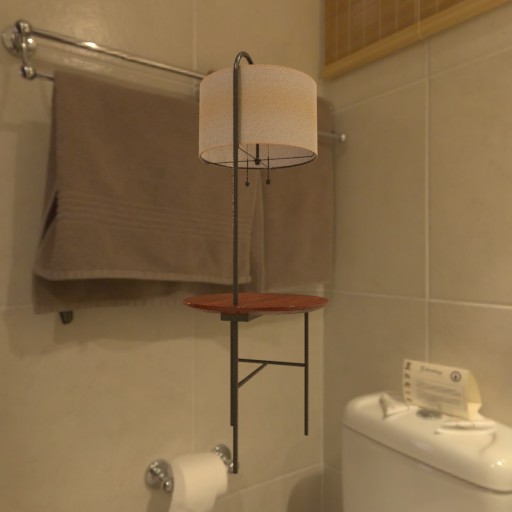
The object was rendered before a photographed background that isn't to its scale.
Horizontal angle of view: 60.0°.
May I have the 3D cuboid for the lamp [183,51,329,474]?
[{"bbox_3d":[0.000,0.000,1.768,0.573,1.517,0.573,0,0,0],"label":"lamp"}]
